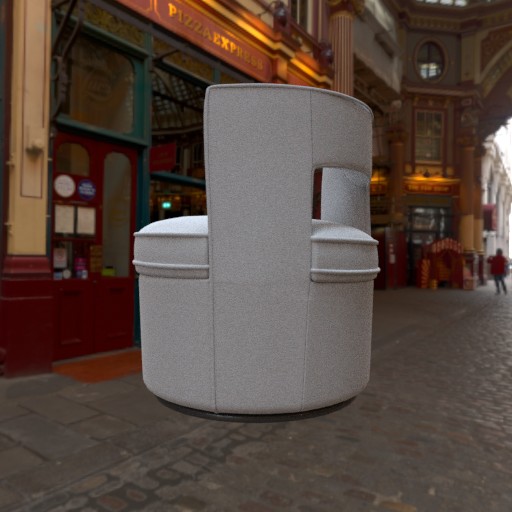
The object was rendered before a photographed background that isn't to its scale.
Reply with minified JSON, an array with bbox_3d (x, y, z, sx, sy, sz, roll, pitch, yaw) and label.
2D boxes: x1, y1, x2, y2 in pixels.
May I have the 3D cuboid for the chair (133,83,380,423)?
[{"bbox_3d":[0.000,0.000,1.226,0.665,0.723,0.650,0,0,35],"label":"chair"}]
